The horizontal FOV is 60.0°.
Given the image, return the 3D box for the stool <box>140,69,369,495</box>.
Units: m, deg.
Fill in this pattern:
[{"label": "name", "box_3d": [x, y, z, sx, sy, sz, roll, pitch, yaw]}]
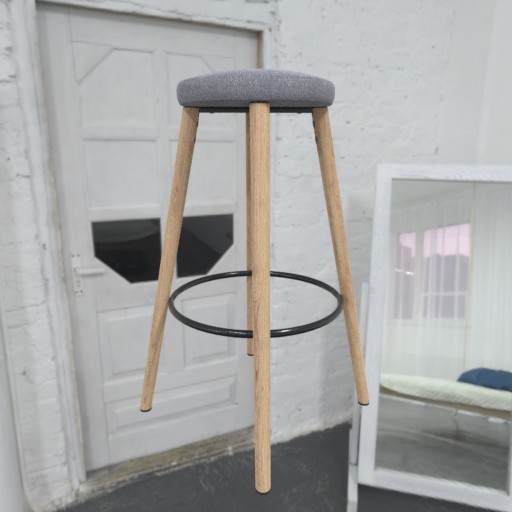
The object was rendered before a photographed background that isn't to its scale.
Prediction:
[{"label": "stool", "box_3d": [0.000, 0.000, 0.998, 0.410, 0.770, 0.410, 13, 20, 40]}]
